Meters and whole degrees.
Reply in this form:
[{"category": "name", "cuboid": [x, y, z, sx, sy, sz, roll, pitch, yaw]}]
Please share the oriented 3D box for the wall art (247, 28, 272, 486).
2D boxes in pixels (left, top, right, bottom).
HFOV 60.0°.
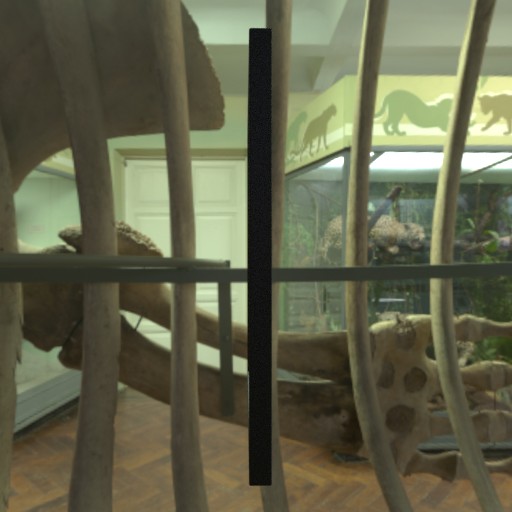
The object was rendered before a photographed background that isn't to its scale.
[{"category": "wall art", "cuboid": [0.000, 0.000, 0.768, 0.028, 0.559, 0.457, 0, 1, -1]}]
